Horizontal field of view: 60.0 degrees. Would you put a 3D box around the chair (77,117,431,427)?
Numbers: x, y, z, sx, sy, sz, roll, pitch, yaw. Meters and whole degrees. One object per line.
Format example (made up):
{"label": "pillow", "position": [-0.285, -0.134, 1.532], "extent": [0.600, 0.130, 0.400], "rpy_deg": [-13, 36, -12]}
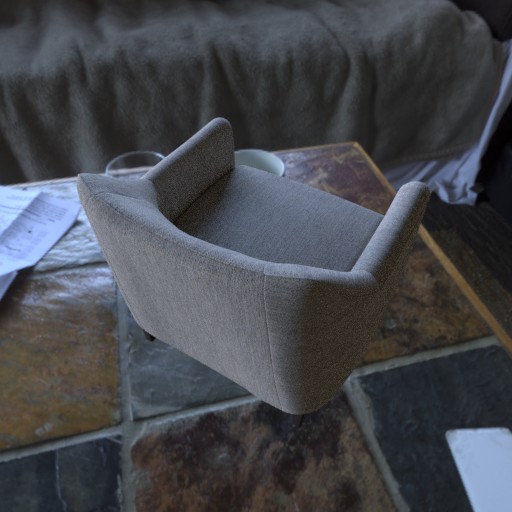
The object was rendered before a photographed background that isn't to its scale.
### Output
{"label": "chair", "position": [0.000, 0.000, 1.368], "extent": [0.796, 0.761, 0.758], "rpy_deg": [24, 51, 21]}
